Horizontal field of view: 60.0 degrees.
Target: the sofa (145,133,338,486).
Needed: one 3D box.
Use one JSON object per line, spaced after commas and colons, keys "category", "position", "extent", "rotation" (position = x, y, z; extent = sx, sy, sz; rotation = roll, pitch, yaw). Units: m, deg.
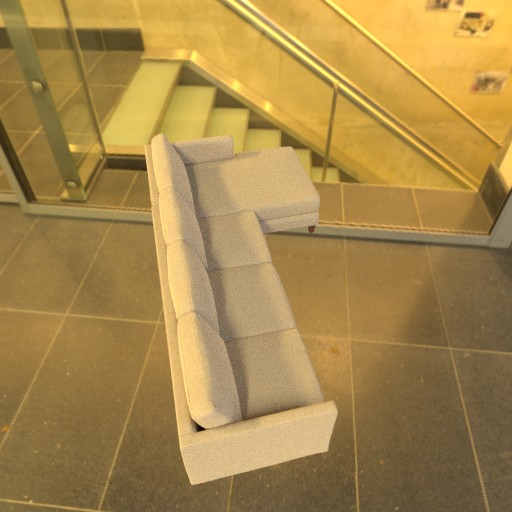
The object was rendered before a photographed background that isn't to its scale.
{"category": "sofa", "position": [0.000, 0.000, 3.800], "extent": [1.625, 0.861, 3.186], "rotation": [-10, 47, -9]}
